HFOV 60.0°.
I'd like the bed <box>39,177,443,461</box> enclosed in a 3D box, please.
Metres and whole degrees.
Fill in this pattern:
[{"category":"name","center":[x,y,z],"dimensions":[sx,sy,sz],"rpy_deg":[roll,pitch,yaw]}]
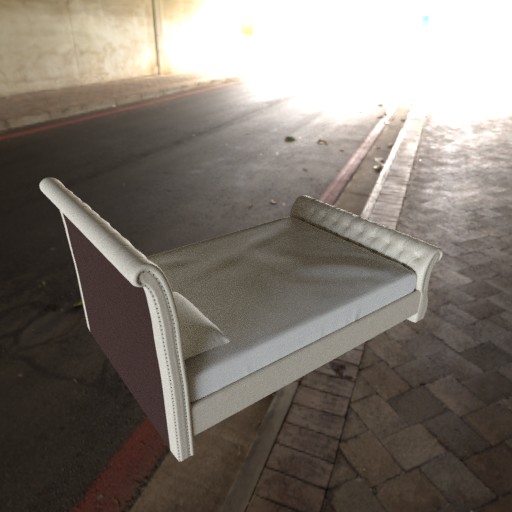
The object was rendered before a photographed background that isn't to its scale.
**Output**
[{"category":"bed","center":[0.000,0.000,3.366],"dimensions":[2.493,1.268,1.606],"rpy_deg":[-18,32,-32]}]
